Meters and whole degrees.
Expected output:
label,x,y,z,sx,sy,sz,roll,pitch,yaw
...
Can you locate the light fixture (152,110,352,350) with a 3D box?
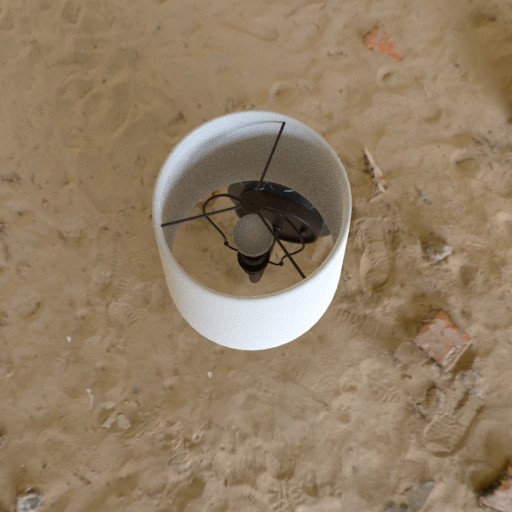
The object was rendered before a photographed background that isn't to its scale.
label,x,y,z,sx,sy,sz,roll,pitch,yaw
light fixture,0.000,0.000,0.443,0.168,0.337,0.188,20,76,5
